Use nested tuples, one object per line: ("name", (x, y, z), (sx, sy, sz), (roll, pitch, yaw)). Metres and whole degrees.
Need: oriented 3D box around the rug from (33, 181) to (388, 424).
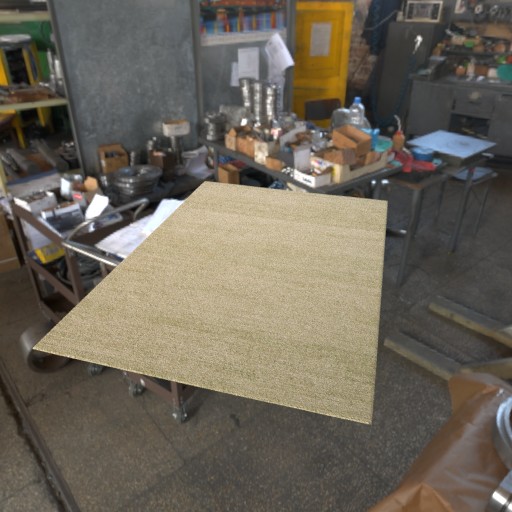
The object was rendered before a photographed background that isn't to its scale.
("rug", (0.000, 0.000, 5.011), (2.782, 0.025, 3.935), (8, 32, 14))
